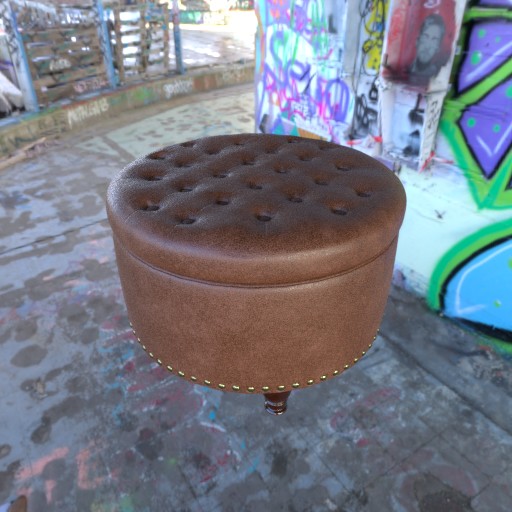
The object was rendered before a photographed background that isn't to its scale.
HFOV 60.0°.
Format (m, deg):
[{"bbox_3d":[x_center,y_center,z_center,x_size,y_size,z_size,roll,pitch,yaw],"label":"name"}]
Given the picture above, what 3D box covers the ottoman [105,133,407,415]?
[{"bbox_3d":[0.000,0.000,1.070,0.637,0.442,0.637,0,32,0],"label":"ottoman"}]
